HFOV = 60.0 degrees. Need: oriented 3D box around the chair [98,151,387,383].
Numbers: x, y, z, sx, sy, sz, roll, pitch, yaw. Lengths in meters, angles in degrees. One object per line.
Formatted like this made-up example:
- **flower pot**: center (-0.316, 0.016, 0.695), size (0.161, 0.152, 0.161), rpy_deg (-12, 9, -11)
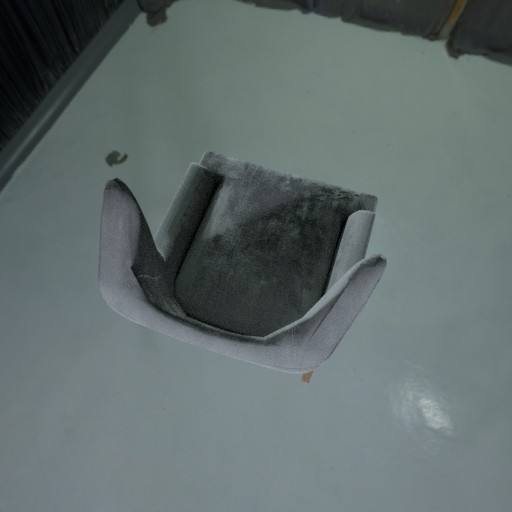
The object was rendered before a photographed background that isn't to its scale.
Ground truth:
- **chair**: center (0.000, 0.000, 1.637), size (0.784, 0.950, 0.906), rpy_deg (17, 65, 8)
